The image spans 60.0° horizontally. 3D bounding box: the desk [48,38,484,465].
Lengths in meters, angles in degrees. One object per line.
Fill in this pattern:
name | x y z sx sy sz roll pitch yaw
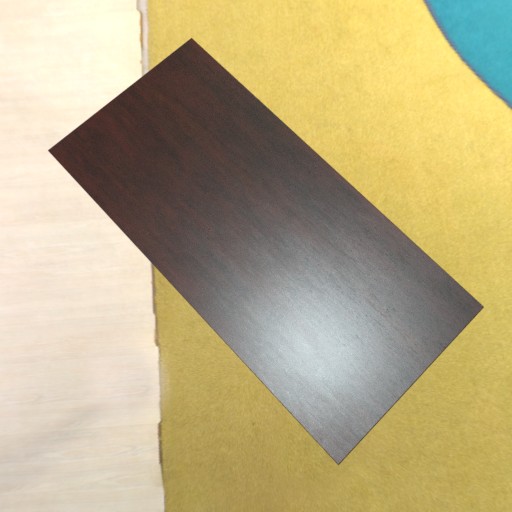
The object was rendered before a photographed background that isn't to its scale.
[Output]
desk | 0.000 0.000 1.713 0.612 0.758 1.277 -43 80 -10
